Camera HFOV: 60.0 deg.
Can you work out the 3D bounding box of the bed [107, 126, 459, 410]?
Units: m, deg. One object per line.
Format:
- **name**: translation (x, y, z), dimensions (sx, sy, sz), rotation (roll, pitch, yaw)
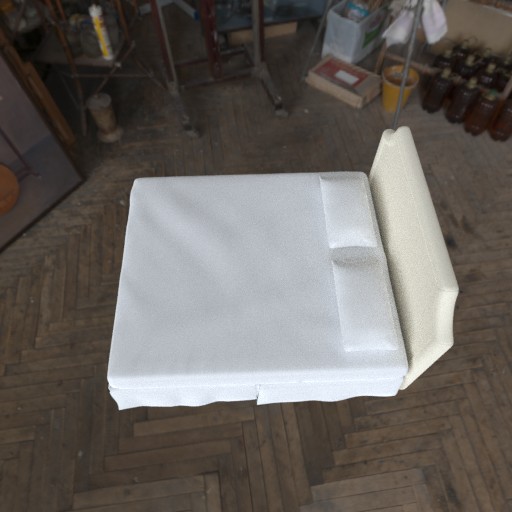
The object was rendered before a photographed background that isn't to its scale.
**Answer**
- **bed**: translation (0.000, 0.000, 4.133), dimensions (2.773, 1.590, 2.350), rotation (-2, 59, -1)
